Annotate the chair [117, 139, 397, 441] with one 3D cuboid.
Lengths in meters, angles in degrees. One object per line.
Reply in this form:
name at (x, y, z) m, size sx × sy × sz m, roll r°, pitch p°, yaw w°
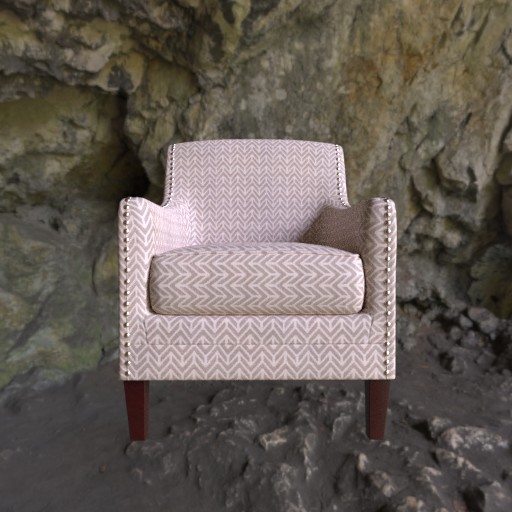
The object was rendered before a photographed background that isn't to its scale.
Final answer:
chair at (0.000, 0.000, 1.293) m, size 0.623 × 0.816 × 0.651 m, roll 0°, pitch 1°, yaw -1°
